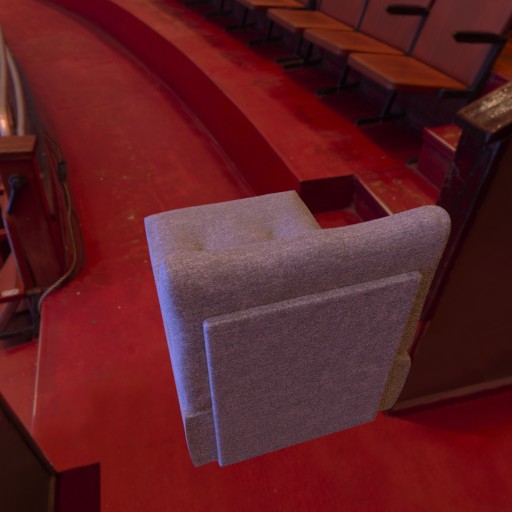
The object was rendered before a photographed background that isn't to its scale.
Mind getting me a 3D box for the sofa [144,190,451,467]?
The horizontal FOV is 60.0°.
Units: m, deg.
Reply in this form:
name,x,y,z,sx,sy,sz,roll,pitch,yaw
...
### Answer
name,x,y,z,sx,sy,sz,roll,pitch,yaw
sofa,0.000,0.000,1.531,0.700,0.820,1.000,-11,42,-13
